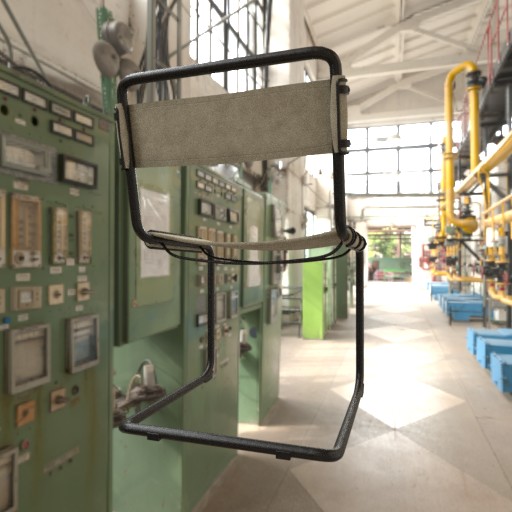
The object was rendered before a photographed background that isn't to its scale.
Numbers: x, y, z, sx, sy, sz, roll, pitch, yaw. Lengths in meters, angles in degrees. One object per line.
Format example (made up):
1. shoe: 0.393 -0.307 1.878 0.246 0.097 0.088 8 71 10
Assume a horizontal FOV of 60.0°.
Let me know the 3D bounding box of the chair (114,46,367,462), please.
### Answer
1. chair: 0.000 0.000 1.075 0.499 0.747 0.497 0 0 18
